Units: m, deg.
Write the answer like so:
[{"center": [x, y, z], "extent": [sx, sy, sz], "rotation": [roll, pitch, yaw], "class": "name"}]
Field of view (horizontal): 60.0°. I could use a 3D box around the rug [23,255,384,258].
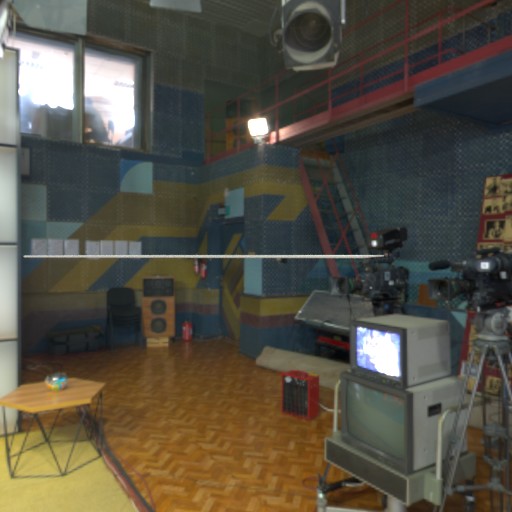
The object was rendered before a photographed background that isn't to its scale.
[{"center": [0.000, 0.000, 2.311], "extent": [1.226, 0.007, 1.815], "rotation": [0, 0, 18], "class": "rug"}]
